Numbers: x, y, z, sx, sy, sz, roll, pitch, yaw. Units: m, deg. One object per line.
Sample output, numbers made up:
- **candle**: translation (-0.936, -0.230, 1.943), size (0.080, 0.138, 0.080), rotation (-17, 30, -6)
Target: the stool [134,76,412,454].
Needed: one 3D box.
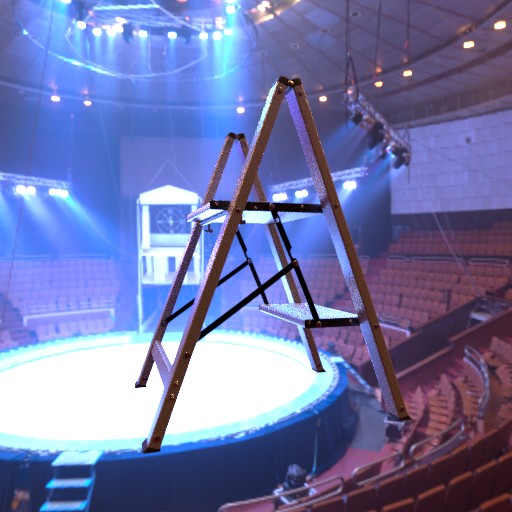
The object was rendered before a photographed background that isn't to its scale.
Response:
- **stool**: translation (0.000, 0.000, 1.035), size (0.535, 0.670, 0.440), rotation (0, 0, -17)
